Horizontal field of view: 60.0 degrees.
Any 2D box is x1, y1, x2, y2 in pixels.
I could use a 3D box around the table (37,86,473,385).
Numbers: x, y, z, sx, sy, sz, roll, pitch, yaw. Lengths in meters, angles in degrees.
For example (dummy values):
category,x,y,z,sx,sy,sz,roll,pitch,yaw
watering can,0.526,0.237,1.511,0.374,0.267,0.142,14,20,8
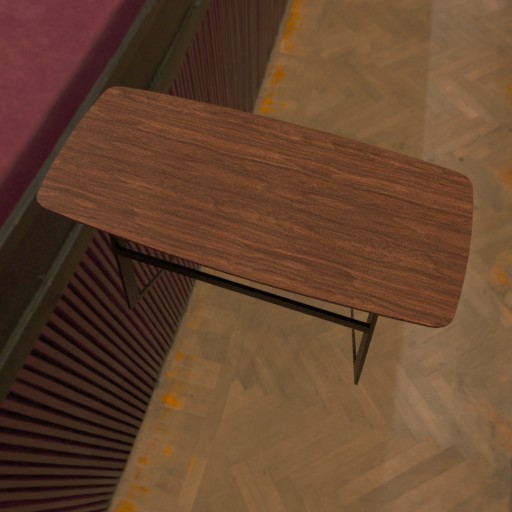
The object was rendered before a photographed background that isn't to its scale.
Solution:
category,x,y,z,sx,sy,sz,roll,pitch,yaw
table,0.000,0.000,1.105,0.804,0.576,0.361,17,65,8
